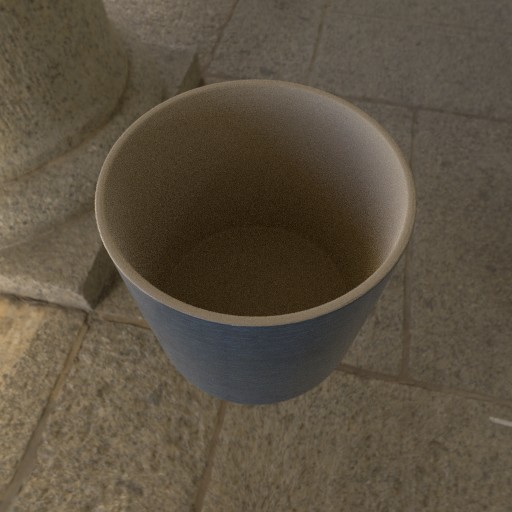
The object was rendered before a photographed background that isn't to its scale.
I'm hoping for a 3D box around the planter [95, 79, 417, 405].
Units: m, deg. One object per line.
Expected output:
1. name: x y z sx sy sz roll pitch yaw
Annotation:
1. planter: 0.000 0.000 0.395 0.221 0.201 0.221 0 58 0
